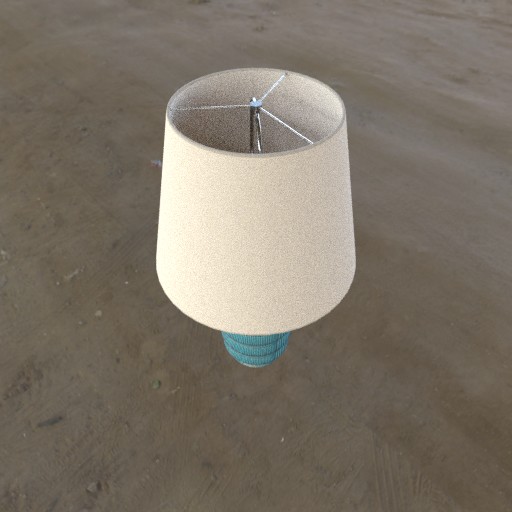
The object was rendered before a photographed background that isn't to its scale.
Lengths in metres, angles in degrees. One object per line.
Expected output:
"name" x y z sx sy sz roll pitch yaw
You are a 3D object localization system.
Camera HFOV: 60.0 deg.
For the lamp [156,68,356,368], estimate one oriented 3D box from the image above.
"lamp" 0.000 0.000 0.804 0.355 0.582 0.355 0 46 0
